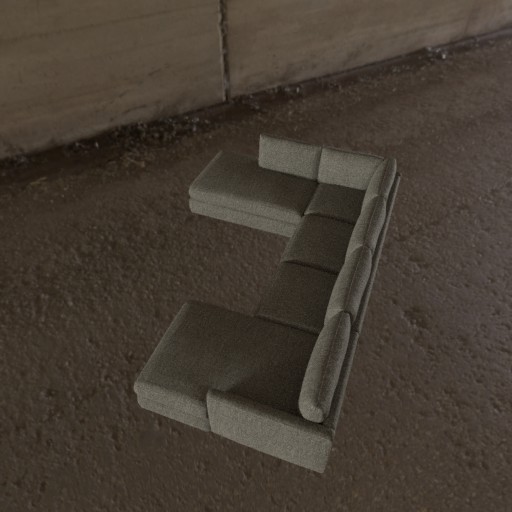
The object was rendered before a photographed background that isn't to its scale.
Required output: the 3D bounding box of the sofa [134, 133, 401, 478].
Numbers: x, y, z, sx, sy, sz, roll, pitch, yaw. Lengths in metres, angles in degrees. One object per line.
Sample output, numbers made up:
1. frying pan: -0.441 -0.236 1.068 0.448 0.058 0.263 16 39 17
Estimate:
1. sofa: 0.000 0.000 3.569 1.879 0.756 2.737 15 46 15
